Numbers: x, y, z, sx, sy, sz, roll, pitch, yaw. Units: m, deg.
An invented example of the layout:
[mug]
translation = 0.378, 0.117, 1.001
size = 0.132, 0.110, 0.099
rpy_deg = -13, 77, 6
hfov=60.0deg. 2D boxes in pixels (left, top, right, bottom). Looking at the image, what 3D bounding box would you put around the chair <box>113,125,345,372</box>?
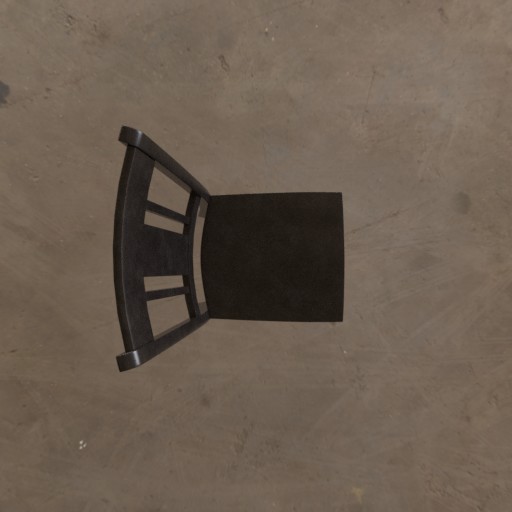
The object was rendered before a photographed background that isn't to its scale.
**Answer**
[chair]
translation = 0.000, 0.000, 1.305
size = 0.555, 0.998, 0.450
rpy_deg = 0, 88, -1
